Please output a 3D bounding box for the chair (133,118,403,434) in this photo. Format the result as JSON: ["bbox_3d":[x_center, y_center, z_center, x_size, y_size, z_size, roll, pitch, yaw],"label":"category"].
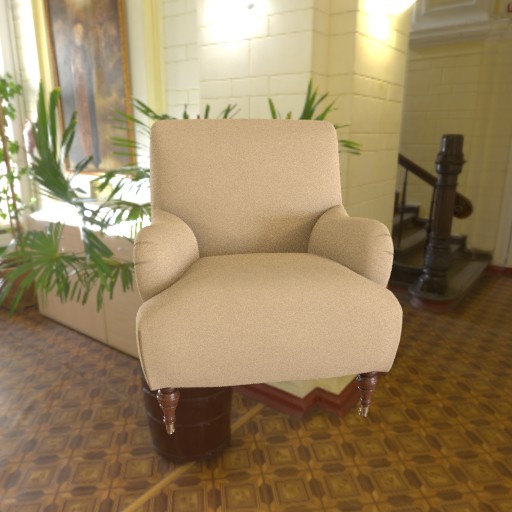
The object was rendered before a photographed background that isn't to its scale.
[{"bbox_3d":[0.000,0.000,1.555,0.766,0.942,0.842,-2,16,-8],"label":"chair"}]
